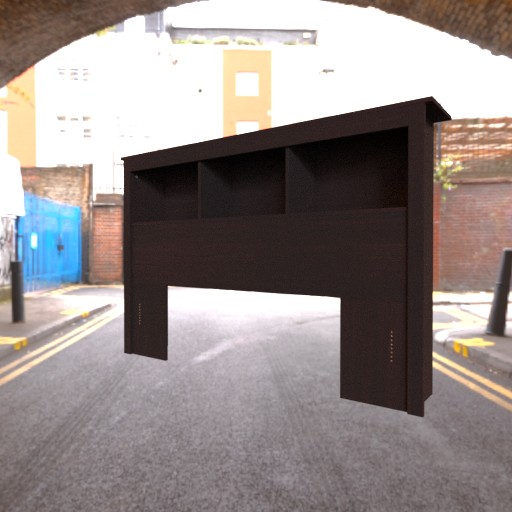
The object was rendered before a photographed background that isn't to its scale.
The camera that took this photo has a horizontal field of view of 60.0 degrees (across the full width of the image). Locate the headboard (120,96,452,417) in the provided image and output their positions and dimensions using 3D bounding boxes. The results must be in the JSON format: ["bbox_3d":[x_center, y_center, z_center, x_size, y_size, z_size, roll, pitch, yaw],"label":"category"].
[{"bbox_3d":[0.000,0.000,2.100,1.671,1.092,0.279,0,1,36],"label":"headboard"}]
